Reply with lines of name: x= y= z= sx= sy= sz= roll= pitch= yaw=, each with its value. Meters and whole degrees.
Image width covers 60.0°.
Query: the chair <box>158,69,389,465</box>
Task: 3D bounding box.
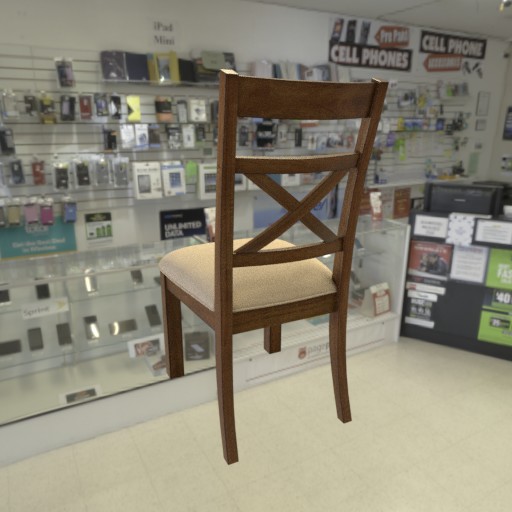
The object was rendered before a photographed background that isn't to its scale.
chair: x=0.000 y=0.000 z=1.303 sx=0.461 sy=0.949 sz=0.581 roll=-8 pitch=18 yaw=-25
